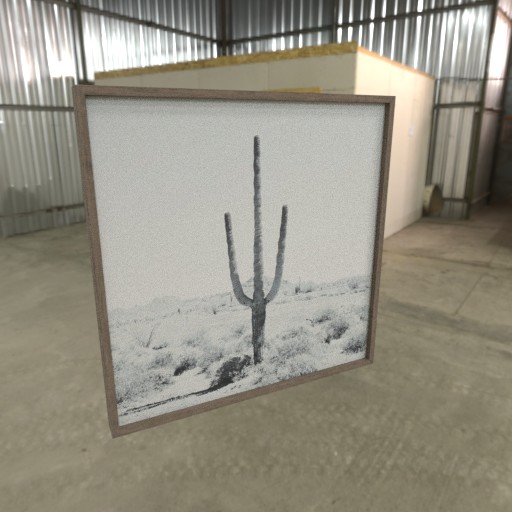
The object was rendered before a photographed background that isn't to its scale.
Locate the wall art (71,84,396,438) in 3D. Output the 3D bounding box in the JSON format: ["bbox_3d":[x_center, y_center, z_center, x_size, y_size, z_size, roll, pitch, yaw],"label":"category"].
[{"bbox_3d":[0.000,0.000,0.731,0.508,0.508,0.038,-8,18,-25],"label":"wall art"}]
